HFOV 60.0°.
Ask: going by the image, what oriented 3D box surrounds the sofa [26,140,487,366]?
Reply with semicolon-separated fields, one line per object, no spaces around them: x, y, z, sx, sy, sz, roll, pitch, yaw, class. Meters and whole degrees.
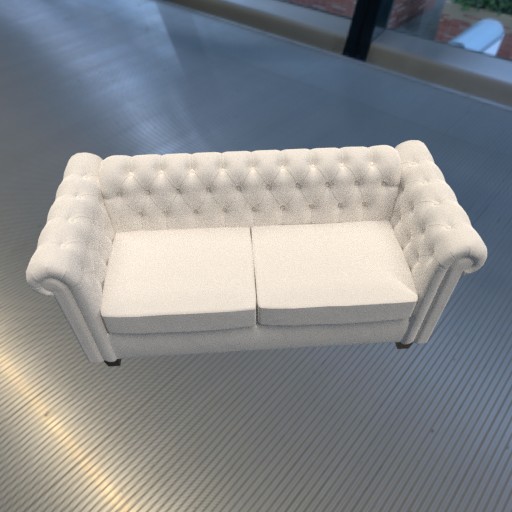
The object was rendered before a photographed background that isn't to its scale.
0.000;0.000;2.186;1.798;0.796;0.771;-3;47;-3;sofa
